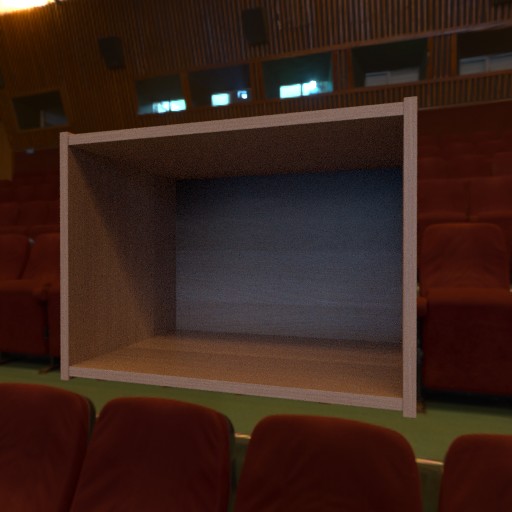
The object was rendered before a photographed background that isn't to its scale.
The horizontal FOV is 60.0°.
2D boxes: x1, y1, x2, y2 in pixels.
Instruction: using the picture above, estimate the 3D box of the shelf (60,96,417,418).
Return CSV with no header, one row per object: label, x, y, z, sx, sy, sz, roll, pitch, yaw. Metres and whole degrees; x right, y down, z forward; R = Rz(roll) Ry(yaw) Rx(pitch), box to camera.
shelf,0.000,0.000,0.621,0.415,0.305,0.290,0,1,18
